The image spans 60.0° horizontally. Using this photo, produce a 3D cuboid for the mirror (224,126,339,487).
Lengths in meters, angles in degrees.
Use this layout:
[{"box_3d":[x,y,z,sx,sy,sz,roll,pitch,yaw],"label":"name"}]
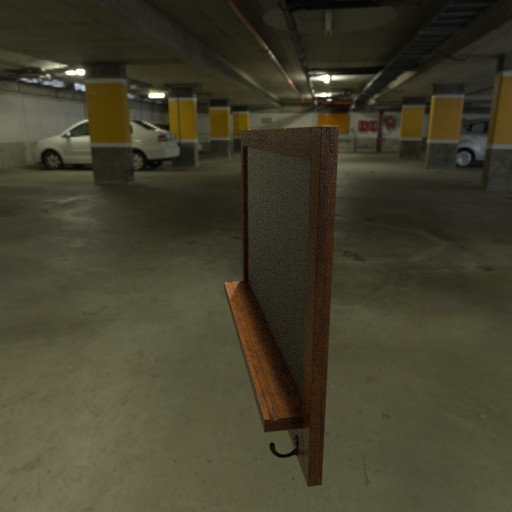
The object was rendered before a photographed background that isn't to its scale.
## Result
[{"box_3d":[0.000,0.000,0.970,0.084,0.537,0.758,-3,16,-9],"label":"mirror"}]
